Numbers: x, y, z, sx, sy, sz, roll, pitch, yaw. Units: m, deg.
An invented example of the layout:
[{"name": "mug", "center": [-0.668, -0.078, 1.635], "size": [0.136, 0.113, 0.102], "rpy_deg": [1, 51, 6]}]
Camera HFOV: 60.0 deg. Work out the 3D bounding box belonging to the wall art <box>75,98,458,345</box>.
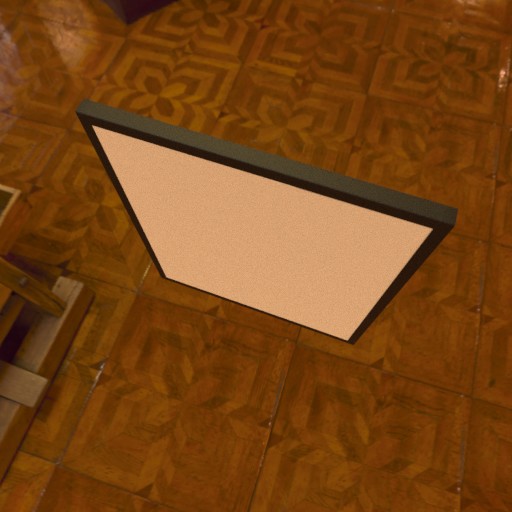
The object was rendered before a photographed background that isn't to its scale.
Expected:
[{"name": "wall art", "center": [0.000, 0.000, 0.707], "size": [0.430, 0.509, 0.021], "rpy_deg": [18, 67, 8]}]
